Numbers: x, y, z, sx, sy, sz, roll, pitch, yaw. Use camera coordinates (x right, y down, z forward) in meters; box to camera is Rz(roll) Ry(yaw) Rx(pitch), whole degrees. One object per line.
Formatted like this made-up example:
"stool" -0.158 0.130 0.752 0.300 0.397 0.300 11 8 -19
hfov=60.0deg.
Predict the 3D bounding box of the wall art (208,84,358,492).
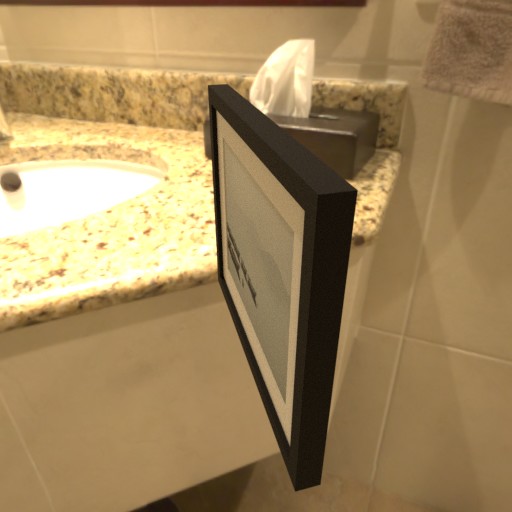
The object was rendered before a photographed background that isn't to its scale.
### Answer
"wall art" 0.000 0.000 0.534 0.028 0.325 0.397 -8 32 -13
